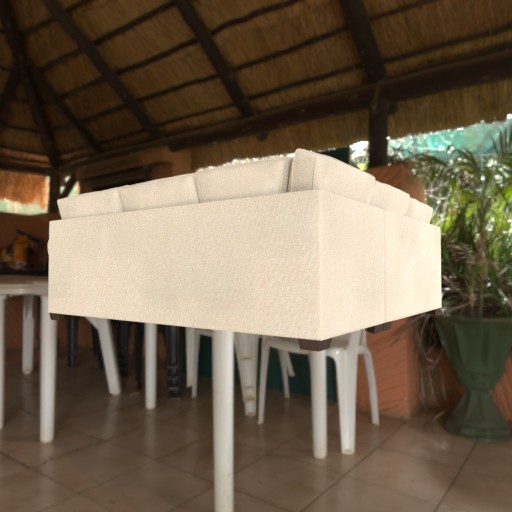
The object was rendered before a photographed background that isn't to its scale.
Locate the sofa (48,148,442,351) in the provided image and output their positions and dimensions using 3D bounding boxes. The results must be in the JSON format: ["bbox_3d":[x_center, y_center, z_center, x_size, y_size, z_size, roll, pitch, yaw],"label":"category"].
[{"bbox_3d":[0.000,0.000,3.908,2.569,1.054,2.487,-1,-2,35],"label":"sofa"}]
